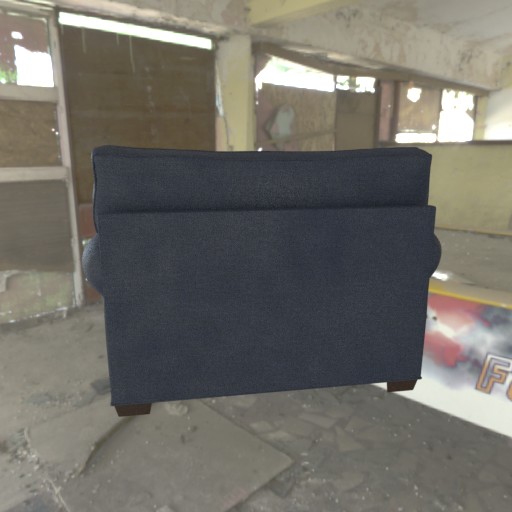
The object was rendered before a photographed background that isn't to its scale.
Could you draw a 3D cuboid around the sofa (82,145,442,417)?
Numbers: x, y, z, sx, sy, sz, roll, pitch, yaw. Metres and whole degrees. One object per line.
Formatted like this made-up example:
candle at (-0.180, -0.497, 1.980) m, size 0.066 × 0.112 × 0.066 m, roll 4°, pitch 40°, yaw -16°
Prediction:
sofa at (0.000, 0.000, 2.082) m, size 1.405 × 1.004 × 0.938 m, roll -2°, pitch 14°, yaw -9°
